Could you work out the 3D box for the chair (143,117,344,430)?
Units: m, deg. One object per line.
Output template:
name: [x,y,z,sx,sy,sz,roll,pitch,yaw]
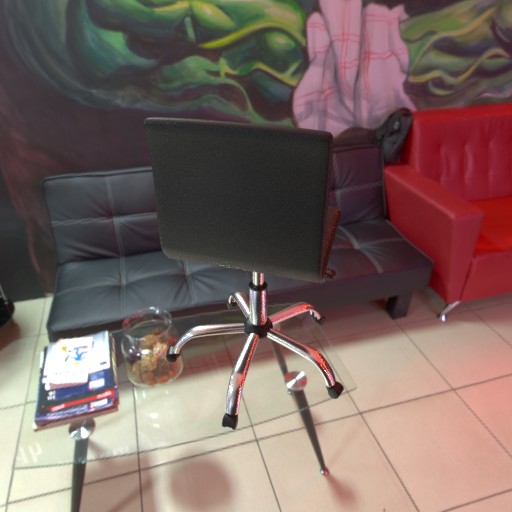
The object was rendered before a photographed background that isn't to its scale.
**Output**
chair: [0.000,0.000,1.185,0.556,0.780,0.530,9,33,14]
